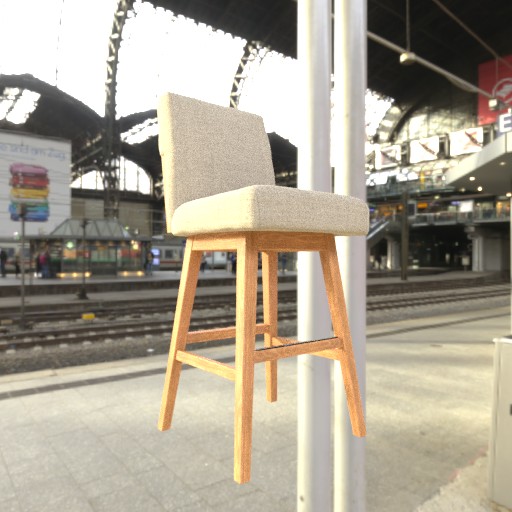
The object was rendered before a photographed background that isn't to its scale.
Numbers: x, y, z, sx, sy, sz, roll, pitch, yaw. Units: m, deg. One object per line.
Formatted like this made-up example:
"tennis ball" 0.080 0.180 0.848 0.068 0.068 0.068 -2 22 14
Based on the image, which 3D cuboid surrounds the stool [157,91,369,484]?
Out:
"stool" 0.000 0.000 1.411 0.483 1.106 0.569 0 0 -38
